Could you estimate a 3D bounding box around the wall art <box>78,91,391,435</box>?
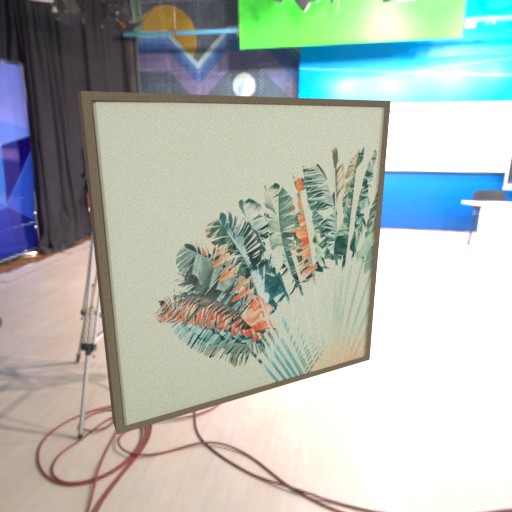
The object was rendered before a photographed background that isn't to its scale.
[{"bbox_3d":[0.000,0.000,0.750,0.508,0.506,0.038,-8,18,-26],"label":"wall art"}]
